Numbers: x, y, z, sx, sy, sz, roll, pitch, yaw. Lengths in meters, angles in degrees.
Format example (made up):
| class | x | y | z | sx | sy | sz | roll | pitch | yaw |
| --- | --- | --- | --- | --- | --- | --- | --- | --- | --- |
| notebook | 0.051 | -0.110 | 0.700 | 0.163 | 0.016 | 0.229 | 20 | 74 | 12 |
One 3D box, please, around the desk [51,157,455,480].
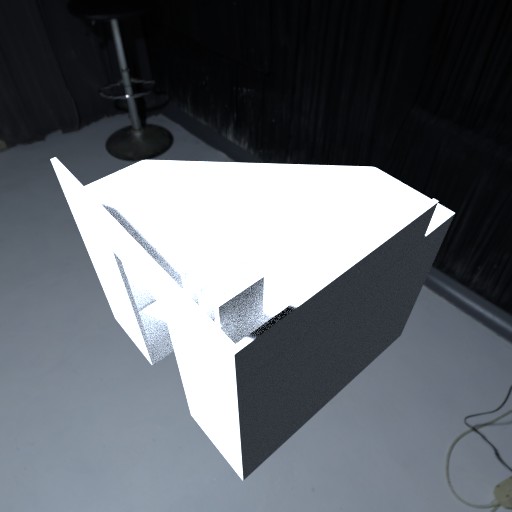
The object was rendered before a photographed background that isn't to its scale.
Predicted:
| class | x | y | z | sx | sy | sz | roll | pitch | yaw |
| --- | --- | --- | --- | --- | --- | --- | --- | --- | --- |
| desk | 0.000 | 0.000 | 1.701 | 0.940 | 0.986 | 0.940 | -33 | 55 | -26 |
